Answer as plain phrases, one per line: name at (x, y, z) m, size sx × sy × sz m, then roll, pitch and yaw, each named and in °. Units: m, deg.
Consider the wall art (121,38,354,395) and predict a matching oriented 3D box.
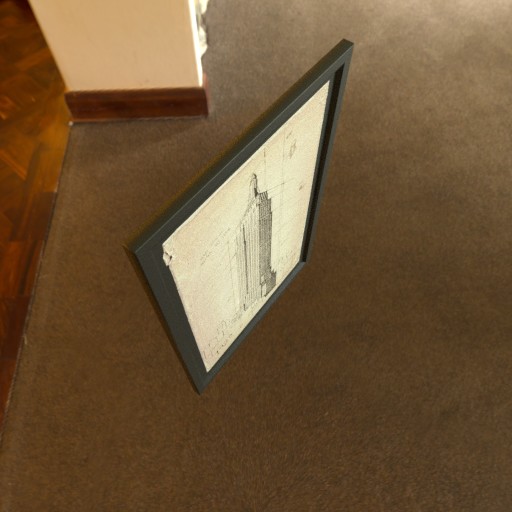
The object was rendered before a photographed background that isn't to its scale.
wall art at (0.000, 0.000, 0.564) m, size 0.013 × 0.431 × 0.303 m, roll 33°, pitch 65°, yaw 18°
